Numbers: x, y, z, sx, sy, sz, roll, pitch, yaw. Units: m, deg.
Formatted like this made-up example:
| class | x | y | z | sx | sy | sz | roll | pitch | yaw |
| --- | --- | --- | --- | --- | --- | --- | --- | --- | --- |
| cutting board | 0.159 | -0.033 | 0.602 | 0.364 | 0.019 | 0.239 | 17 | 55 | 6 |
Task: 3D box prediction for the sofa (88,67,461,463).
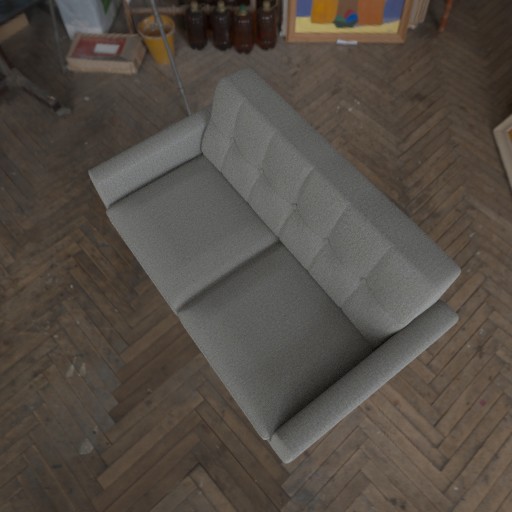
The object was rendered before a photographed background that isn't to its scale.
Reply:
| class | x | y | z | sx | sy | sz | roll | pitch | yaw |
| --- | --- | --- | --- | --- | --- | --- | --- | --- | --- |
| sofa | 0.000 | 0.000 | 2.189 | 0.952 | 0.925 | 1.651 | -34 | 68 | -16 |
